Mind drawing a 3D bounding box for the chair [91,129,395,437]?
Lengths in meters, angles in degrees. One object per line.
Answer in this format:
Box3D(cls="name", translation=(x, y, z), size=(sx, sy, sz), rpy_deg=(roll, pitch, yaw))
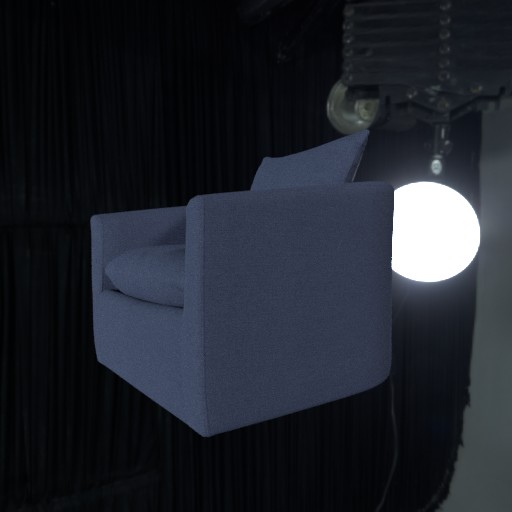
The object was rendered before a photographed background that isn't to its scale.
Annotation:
Box3D(cls="chair", translation=(0.000, 0.000, 1.558), size=(0.910, 0.848, 0.845), rpy_deg=(-1, 2, -36))
